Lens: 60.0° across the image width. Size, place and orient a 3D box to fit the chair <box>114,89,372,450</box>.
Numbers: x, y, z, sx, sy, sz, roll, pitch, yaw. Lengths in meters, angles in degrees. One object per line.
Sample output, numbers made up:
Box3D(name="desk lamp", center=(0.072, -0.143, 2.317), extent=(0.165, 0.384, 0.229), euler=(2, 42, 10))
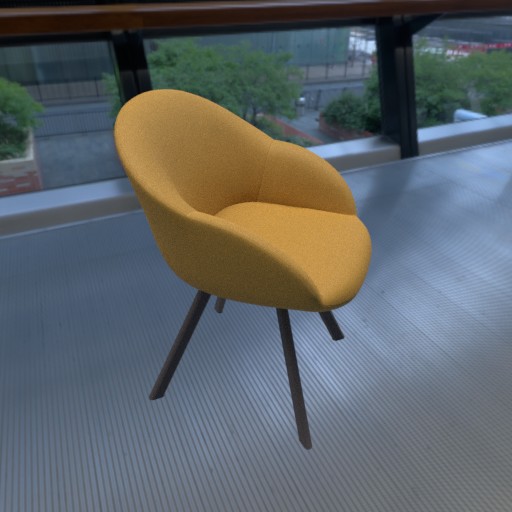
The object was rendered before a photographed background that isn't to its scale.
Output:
Box3D(name="chair", center=(0.000, 0.000, 1.179), extent=(0.583, 0.793, 0.551), euler=(11, 33, 17))
